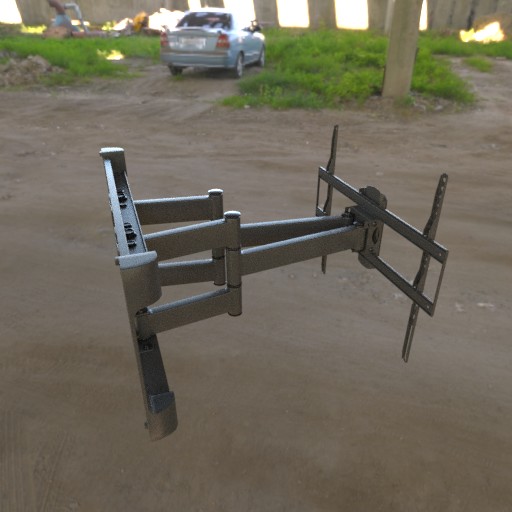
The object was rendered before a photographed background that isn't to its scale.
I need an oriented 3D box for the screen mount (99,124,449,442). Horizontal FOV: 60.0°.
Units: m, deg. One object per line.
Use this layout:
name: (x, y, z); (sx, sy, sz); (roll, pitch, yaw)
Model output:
screen mount: (0.000, 0.000, 0.937); (0.556, 0.424, 0.571); (-10, 31, -17)
